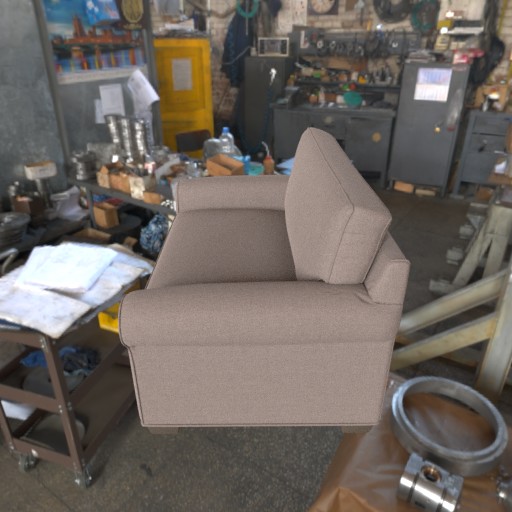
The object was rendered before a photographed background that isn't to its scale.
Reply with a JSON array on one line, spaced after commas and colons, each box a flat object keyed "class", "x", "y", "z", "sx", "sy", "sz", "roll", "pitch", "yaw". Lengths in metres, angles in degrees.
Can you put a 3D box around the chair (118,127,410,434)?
[{"class": "chair", "x": 0.000, "y": 0.000, "z": 2.032, "sx": 0.930, "sy": 0.930, "sz": 1.390, "roll": 0, "pitch": 27, "yaw": 0}]
